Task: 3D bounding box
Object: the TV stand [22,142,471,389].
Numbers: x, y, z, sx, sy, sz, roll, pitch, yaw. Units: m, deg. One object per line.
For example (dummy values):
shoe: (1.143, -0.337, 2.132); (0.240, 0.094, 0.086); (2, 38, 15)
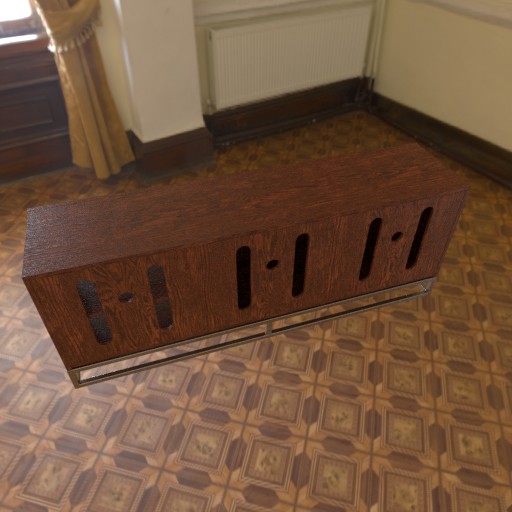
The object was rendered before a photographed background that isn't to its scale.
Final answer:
TV stand: (0.000, 0.000, 1.773); (1.541, 0.578, 0.382); (-12, 43, -14)
